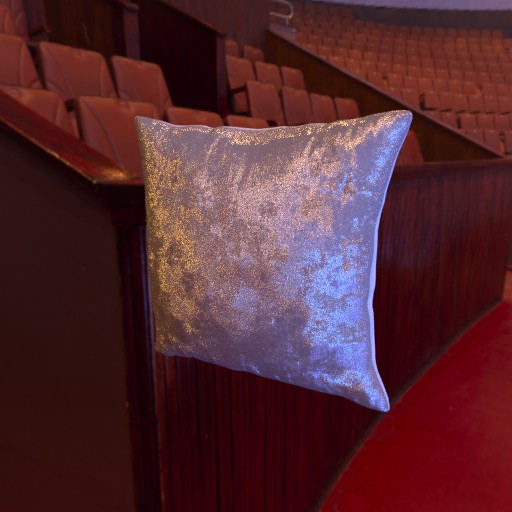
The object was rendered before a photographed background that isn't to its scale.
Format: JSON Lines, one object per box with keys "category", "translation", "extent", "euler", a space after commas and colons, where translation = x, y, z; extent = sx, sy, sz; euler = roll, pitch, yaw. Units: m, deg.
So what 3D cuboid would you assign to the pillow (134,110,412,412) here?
{"category": "pillow", "translation": [0.000, 0.000, 0.750], "extent": [0.470, 0.464, 0.175], "euler": [6, 15, 25]}
